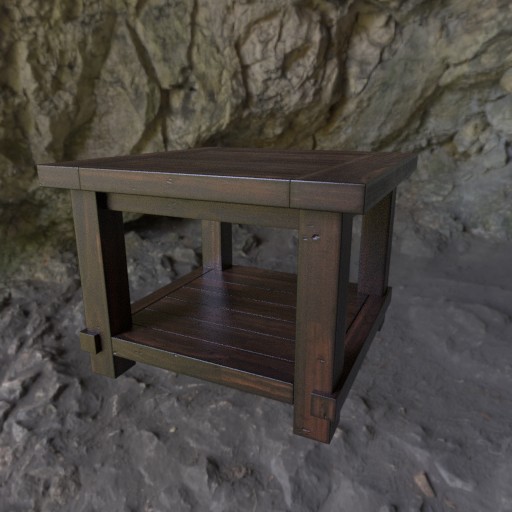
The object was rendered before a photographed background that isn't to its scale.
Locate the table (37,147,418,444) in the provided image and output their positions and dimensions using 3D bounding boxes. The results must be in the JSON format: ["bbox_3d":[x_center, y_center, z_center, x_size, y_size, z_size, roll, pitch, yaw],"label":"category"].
[{"bbox_3d":[0.000,0.000,1.006,0.593,0.437,0.606,8,19,24],"label":"table"}]
